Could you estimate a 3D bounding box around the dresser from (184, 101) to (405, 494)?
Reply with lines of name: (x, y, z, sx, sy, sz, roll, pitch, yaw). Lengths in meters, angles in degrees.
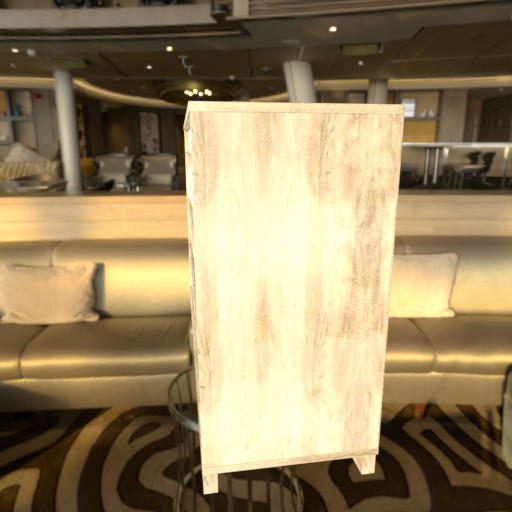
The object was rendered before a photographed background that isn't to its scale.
dresser: (0.000, 0.000, 1.377, 0.404, 0.816, 0.994, -2, 14, -9)
